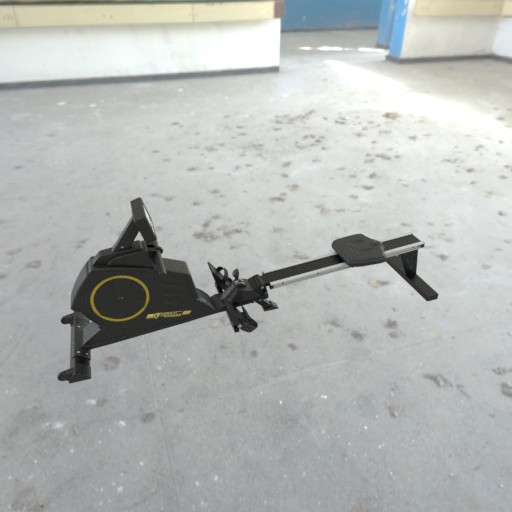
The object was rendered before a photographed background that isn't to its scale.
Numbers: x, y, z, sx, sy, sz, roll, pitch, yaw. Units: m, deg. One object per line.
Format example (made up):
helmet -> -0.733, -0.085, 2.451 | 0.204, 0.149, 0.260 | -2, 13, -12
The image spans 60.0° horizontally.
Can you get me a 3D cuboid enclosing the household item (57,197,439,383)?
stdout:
household item -> 0.000, 0.000, 2.509 | 2.251, 0.810, 0.521 | -10, 34, -15
